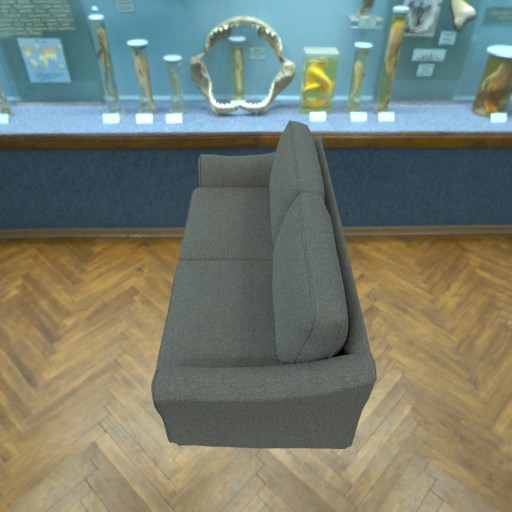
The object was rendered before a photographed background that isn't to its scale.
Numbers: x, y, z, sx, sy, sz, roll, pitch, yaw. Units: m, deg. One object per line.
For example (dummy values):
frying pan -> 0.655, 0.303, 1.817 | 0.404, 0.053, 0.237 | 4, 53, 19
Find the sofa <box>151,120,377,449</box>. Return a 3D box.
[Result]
sofa -> 0.000, 0.000, 2.805 | 1.013, 0.976, 2.203 | 0, 41, 0
